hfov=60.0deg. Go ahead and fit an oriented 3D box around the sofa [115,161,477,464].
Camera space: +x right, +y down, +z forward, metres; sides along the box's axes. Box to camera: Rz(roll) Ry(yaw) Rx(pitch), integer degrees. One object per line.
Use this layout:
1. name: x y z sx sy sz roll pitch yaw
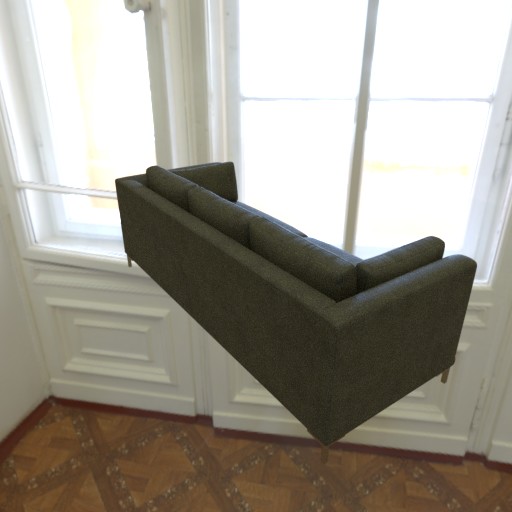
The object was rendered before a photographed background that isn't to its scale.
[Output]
1. sofa: 0.000 0.000 2.910 0.969 0.867 2.415 -17 30 -31
